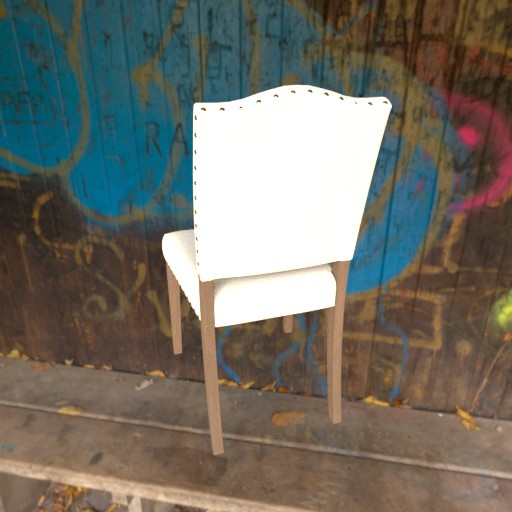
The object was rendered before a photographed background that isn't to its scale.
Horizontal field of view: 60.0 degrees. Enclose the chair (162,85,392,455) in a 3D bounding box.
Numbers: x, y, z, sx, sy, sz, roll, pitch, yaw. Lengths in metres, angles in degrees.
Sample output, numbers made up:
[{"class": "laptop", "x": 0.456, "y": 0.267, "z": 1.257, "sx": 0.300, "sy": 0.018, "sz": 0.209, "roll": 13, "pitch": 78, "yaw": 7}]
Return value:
[{"class": "chair", "x": 0.000, "y": 0.000, "z": 1.362, "sx": 0.508, "sy": 1.015, "sz": 0.619, "roll": -8, "pitch": 26, "yaw": -16}]
